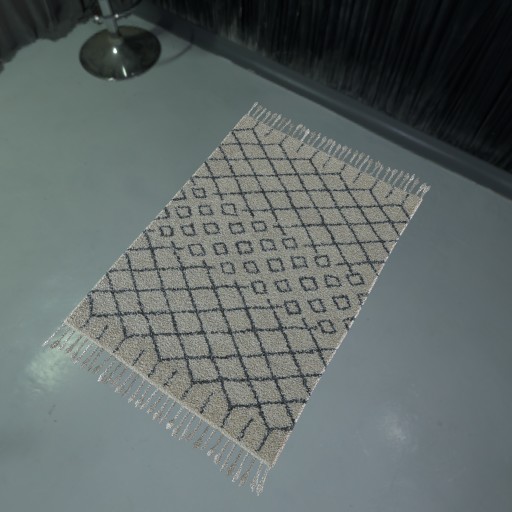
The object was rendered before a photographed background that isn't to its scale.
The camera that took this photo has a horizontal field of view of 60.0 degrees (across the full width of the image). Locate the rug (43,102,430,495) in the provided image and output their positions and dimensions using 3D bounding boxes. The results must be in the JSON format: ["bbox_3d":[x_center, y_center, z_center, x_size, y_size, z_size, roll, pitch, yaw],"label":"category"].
[{"bbox_3d":[0.000,0.000,3.192,1.664,0.029,2.615,29,66,14],"label":"rug"}]
